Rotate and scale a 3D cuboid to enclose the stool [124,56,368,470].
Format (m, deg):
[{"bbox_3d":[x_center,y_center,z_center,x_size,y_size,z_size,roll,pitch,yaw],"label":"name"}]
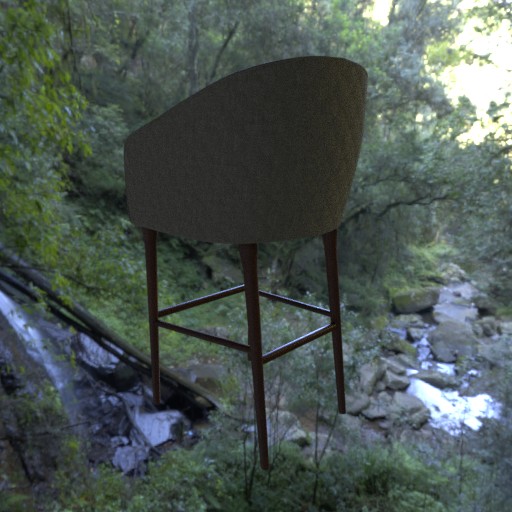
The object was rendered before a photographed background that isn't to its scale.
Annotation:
[{"bbox_3d":[0.000,0.000,1.391,0.559,1.078,0.607,-14,20,-43],"label":"stool"}]
